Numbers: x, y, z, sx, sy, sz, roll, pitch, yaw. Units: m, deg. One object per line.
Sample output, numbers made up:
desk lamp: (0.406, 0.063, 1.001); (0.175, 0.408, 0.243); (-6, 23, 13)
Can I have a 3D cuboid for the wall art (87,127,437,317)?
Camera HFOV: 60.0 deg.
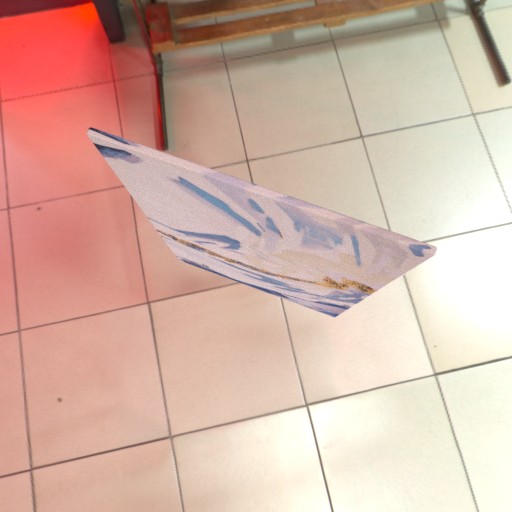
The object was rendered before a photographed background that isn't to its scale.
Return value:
wall art: (0.000, 0.000, 1.167); (0.610, 0.914, 0.016); (20, 77, 5)
